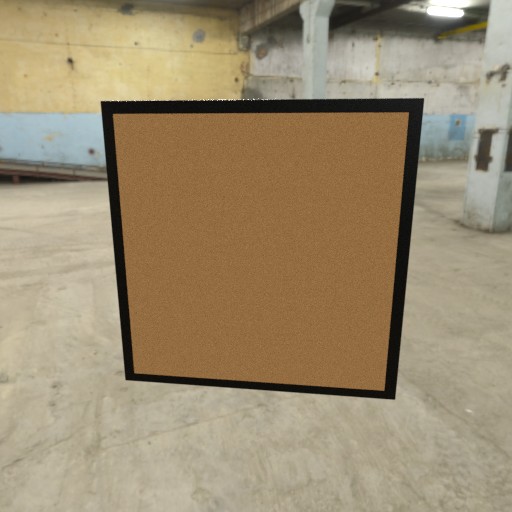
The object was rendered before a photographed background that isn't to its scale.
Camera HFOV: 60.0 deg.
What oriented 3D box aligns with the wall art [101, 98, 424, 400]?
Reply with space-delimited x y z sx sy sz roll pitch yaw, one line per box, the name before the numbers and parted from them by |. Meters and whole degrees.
wall art | 0.000 0.000 1.144 0.755 0.761 0.038 2 16 7
